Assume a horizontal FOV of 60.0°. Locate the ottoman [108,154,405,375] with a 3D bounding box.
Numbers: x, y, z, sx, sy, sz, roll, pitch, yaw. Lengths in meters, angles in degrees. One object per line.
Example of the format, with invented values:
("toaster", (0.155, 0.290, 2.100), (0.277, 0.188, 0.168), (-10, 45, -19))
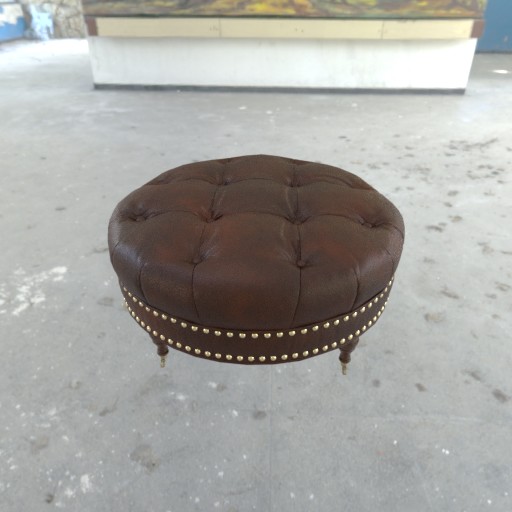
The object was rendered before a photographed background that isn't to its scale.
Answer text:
("ottoman", (0.000, 0.000, 1.420), (0.901, 0.455, 0.901), (0, 31, 0))
